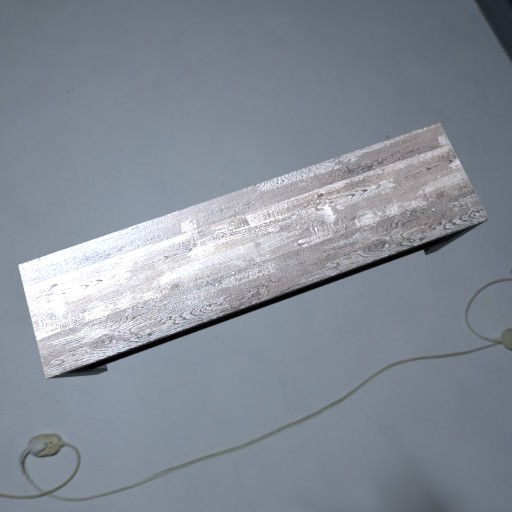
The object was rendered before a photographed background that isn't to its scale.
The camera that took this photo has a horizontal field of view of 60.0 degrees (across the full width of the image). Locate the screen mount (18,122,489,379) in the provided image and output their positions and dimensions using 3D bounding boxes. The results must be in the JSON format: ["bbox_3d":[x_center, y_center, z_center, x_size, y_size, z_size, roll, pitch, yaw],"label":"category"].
[{"bbox_3d":[0.000,0.000,1.693,1.524,0.450,0.395,-19,77,-5],"label":"screen mount"}]
